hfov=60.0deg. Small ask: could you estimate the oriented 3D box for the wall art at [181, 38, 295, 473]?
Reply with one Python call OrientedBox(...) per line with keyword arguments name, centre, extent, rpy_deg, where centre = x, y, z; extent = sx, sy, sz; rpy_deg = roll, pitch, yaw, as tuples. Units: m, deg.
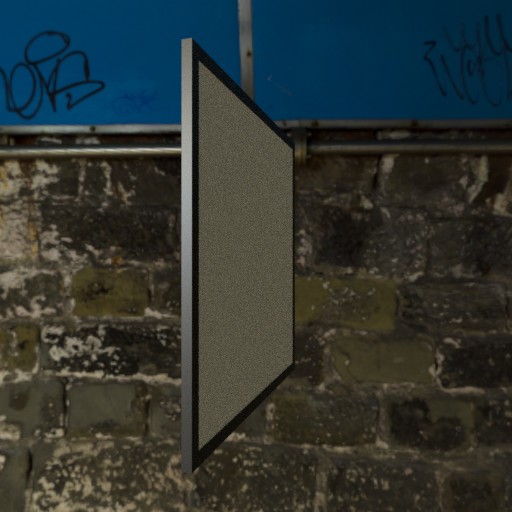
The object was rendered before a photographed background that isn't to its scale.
OrientedBox(name="wall art", centre=(0.000, 0.000, 1.207), extent=(0.022, 0.807, 0.807), rpy_deg=(0, 0, 19))
